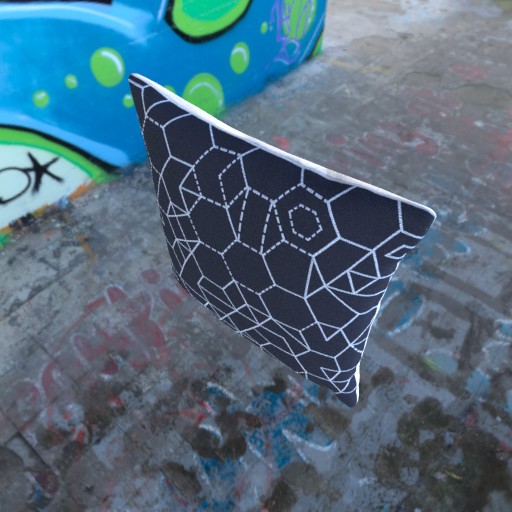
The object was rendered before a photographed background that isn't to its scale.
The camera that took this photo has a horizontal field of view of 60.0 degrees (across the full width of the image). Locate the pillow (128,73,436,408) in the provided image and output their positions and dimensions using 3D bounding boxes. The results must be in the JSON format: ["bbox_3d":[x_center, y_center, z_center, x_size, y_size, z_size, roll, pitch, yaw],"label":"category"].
[{"bbox_3d":[0.000,0.000,0.784,0.517,0.508,0.158,31,55,25],"label":"pillow"}]
